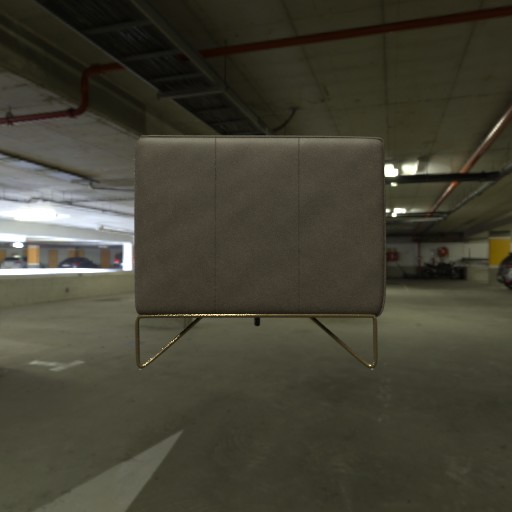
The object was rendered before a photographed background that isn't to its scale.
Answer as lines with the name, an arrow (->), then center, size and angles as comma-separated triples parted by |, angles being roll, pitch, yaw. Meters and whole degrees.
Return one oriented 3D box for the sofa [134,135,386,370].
sofa -> 0.000, 0.000, 2.506 | 0.867, 0.789, 2.087 | 0, -1, -1
